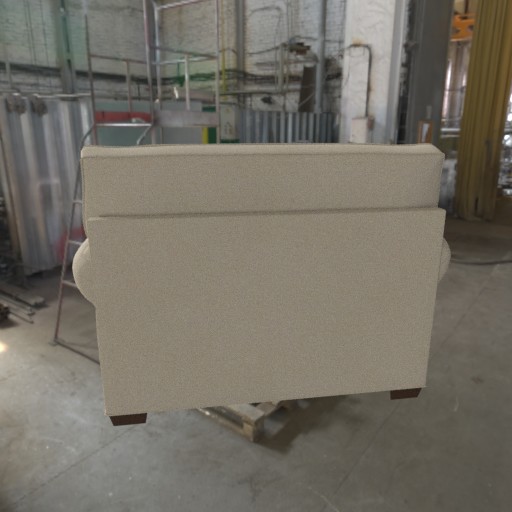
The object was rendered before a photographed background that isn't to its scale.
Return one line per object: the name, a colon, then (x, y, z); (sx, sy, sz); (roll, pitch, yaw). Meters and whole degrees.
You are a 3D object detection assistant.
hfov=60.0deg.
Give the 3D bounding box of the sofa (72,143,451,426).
sofa: (0.000, 0.000, 2.002); (1.405, 1.006, 0.937); (-2, 16, -8)
